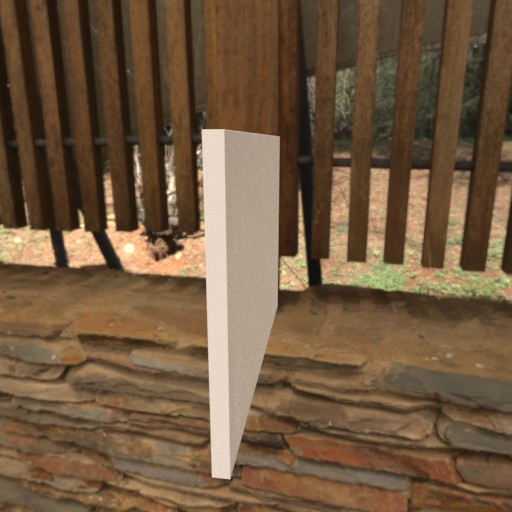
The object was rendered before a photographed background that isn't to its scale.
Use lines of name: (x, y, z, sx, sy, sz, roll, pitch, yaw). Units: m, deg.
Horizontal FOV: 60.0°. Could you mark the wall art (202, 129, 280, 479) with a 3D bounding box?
wall art: (0.000, 0.000, 1.705, 0.051, 0.902, 1.308, 2, 15, 8)
